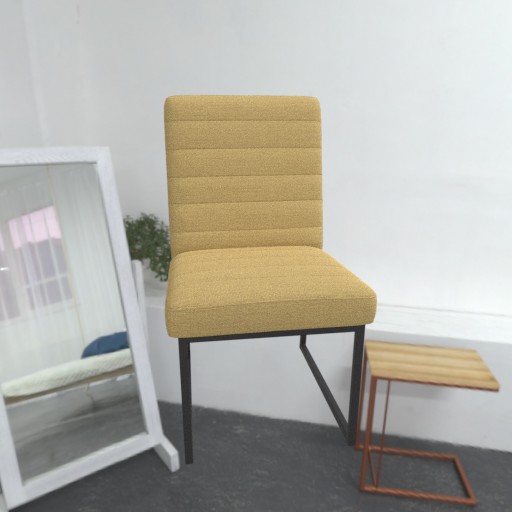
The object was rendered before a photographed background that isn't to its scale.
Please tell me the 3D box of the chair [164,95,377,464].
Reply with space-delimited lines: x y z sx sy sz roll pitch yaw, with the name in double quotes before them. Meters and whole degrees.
"chair" 0.000 0.000 1.328 0.520 0.930 0.634 -3 18 -8
